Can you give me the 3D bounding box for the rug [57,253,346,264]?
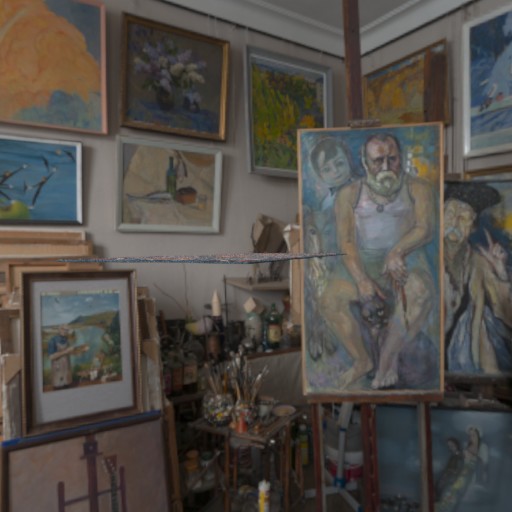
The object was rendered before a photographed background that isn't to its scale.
[{"bbox_3d":[0.000,0.000,2.746,0.801,0.010,2.459,0,1,19],"label":"rug"}]
